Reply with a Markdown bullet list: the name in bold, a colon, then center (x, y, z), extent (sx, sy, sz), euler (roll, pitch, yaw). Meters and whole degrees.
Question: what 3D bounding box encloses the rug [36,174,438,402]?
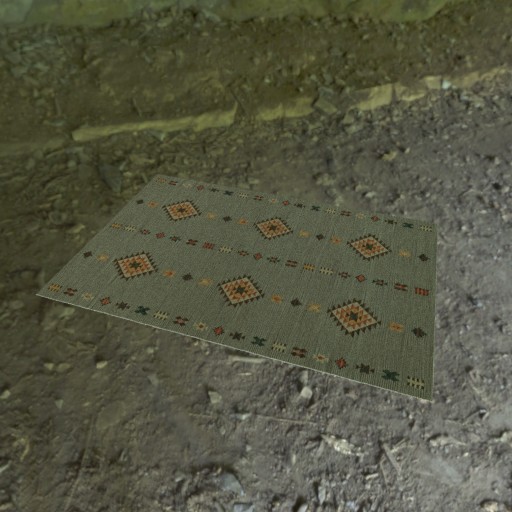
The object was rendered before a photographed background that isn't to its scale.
- **rug**: center (0.000, 0.000, 2.346), extent (1.818, 0.005, 1.217), euler (12, 41, 14)
